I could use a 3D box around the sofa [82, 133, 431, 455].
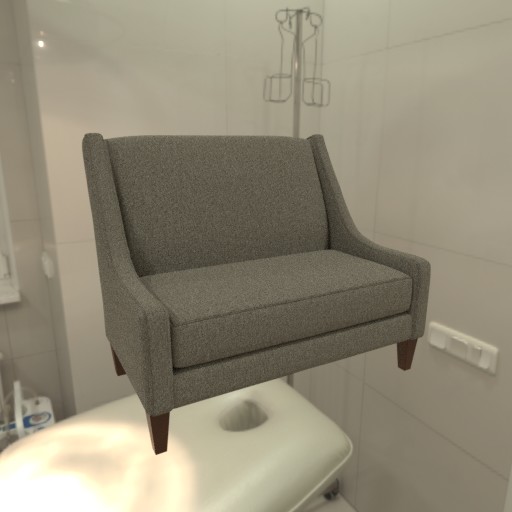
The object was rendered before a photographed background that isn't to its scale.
[{"bbox_3d":[0.000,0.000,1.916,1.242,1.026,0.862,-8,17,-28],"label":"sofa"}]
